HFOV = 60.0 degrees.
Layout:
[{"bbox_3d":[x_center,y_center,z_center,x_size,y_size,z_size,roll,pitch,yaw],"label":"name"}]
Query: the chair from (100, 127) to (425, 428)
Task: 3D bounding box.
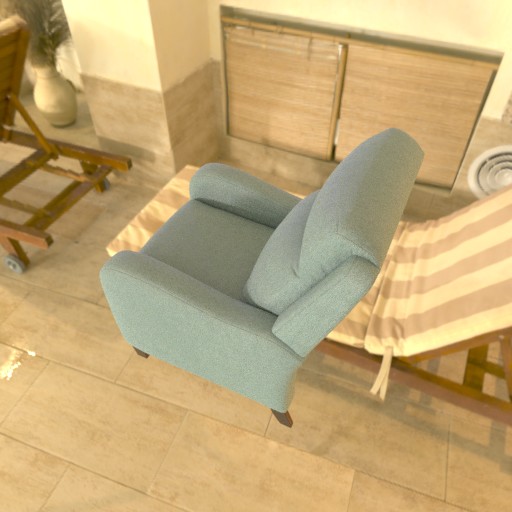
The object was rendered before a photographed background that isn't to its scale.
[{"bbox_3d":[0.000,0.000,1.778,0.988,1.067,0.785,19,48,18],"label":"chair"}]
